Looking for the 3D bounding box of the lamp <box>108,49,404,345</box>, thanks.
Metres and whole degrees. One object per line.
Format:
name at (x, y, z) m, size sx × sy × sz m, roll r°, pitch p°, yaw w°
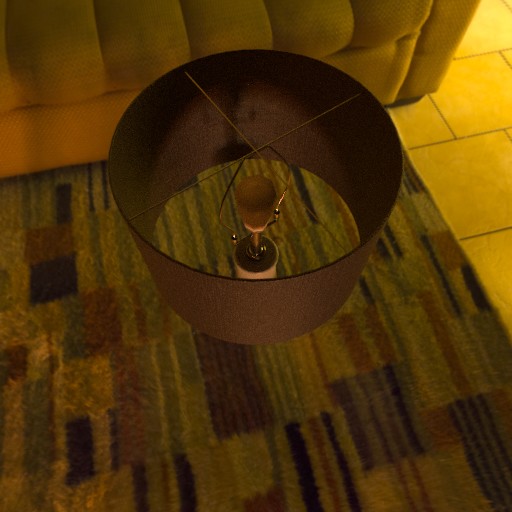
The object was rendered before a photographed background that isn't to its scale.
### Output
lamp at (0.000, 0.000, 0.674) m, size 0.303 × 0.488 × 0.303 m, roll 0°, pitch 63°, yaw 0°
